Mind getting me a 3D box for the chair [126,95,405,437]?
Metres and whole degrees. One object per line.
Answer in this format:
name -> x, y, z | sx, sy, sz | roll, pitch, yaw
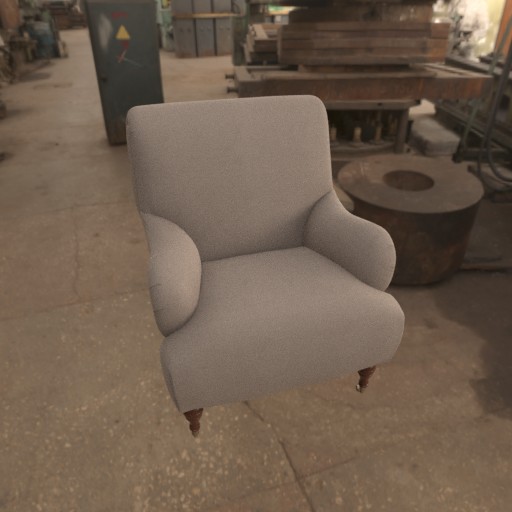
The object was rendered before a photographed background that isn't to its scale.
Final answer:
chair -> 0.000, 0.000, 1.560 | 0.766, 0.942, 0.842 | -9, 32, -15
